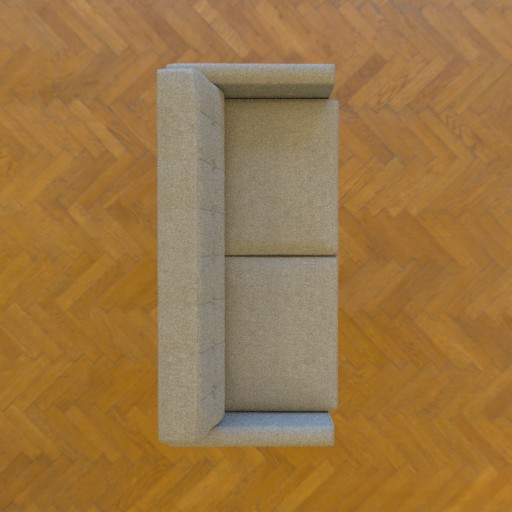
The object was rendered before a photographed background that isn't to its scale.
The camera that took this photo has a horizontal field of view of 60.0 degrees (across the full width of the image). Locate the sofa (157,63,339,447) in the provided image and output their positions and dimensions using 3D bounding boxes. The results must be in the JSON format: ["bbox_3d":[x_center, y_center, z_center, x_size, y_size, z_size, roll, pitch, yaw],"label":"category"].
[{"bbox_3d":[0.000,0.000,2.531,0.968,0.873,2.055,0,91,0],"label":"sofa"}]
